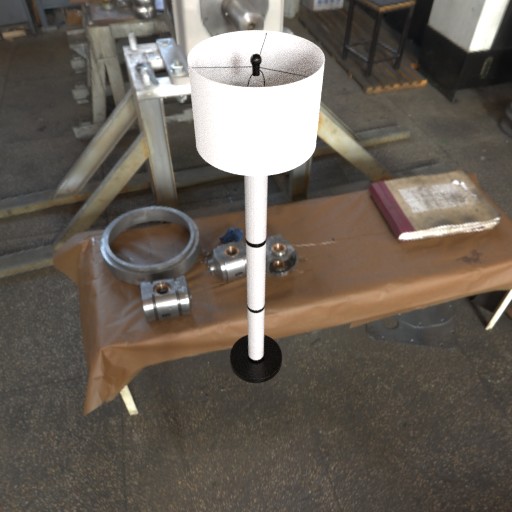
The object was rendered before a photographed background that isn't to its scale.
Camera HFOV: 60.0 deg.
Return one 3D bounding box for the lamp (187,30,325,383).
[{"bbox_3d":[0.000,0.000,1.786,0.377,1.599,0.377,32,54,26],"label":"lamp"}]
